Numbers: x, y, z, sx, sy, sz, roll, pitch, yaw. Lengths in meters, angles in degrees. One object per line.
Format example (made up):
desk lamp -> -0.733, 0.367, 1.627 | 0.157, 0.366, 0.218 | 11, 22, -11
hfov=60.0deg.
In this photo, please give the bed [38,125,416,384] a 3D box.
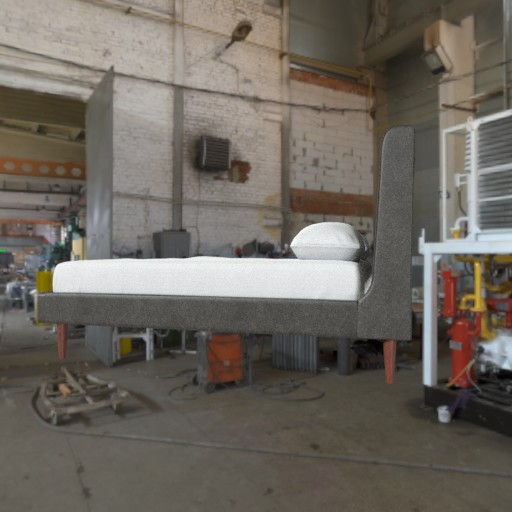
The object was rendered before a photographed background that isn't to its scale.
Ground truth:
bed -> 0.000, 0.000, 3.131 | 2.031, 1.158, 1.903 | 0, 0, 16
